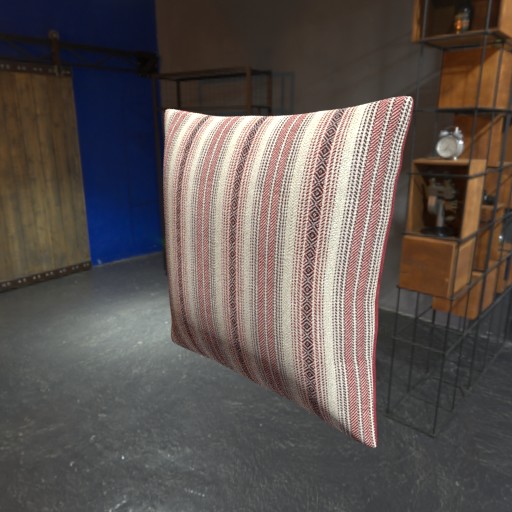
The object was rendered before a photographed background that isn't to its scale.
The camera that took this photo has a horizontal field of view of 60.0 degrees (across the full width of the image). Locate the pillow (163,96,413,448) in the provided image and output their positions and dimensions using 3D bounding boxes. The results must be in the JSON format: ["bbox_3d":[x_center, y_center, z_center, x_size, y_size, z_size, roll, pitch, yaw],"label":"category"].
[{"bbox_3d":[0.000,0.000,0.765,0.513,0.497,0.166,15,21,42],"label":"pillow"}]
